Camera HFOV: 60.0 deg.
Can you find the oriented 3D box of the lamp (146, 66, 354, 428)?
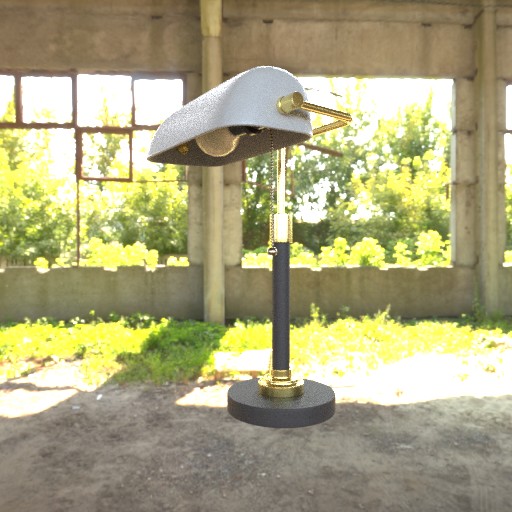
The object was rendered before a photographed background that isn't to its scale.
[{"bbox_3d":[0.000,0.000,0.566,0.227,0.404,0.269,0,0,-37],"label":"lamp"}]
